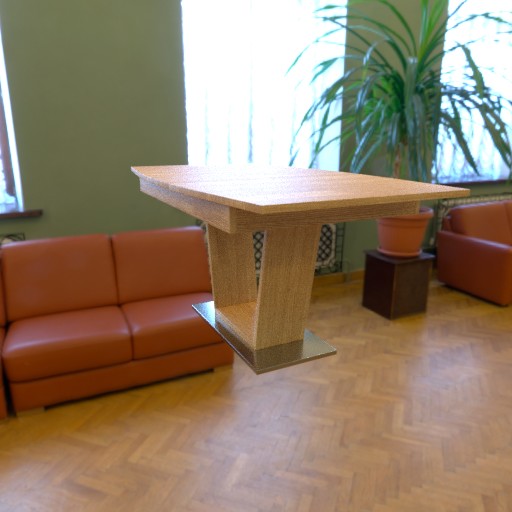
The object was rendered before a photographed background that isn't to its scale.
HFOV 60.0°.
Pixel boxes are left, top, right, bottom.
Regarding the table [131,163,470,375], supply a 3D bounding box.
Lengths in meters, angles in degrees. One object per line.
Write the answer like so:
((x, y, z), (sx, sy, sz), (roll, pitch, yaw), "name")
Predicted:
((0.000, 0.000, 2.074), (0.900, 0.748, 1.598), (-8, 17, -26), "table")
